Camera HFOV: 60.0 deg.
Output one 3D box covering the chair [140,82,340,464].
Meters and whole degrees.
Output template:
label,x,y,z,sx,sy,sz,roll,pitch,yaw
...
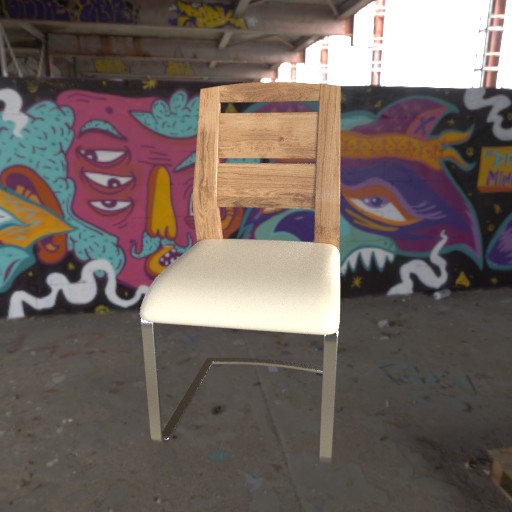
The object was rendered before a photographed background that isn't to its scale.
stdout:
label,x,y,z,sx,sy,sz,roll,pitch,yaw
chair,0.000,0.000,1.219,0.457,0.955,0.561,3,14,10
